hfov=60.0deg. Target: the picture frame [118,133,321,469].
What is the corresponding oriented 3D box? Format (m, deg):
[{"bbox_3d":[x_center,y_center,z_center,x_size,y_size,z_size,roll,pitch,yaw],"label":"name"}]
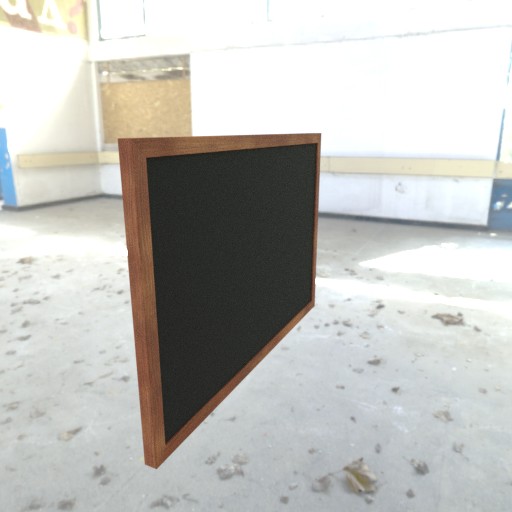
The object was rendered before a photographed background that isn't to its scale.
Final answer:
[{"bbox_3d":[0.000,0.000,1.212,0.029,0.640,0.950,8,18,25],"label":"picture frame"}]
